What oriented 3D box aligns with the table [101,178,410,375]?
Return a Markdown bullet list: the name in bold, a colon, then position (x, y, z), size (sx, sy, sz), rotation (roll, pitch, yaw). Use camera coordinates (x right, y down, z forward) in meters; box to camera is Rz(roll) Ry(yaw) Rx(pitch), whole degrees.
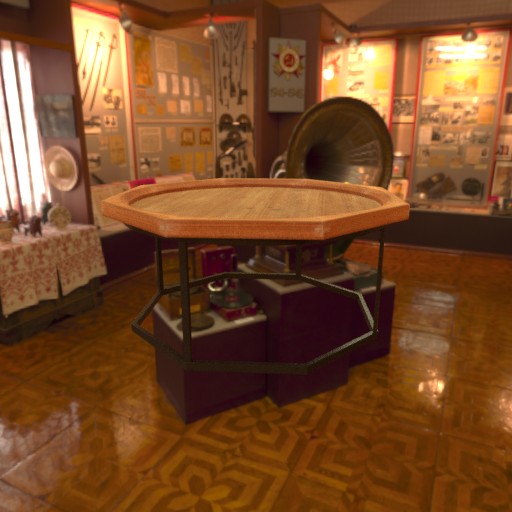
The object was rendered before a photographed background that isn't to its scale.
- **table**: position (0.000, 0.000, 1.566), size (1.002, 0.444, 1.002), rotation (0, 16, 0)
